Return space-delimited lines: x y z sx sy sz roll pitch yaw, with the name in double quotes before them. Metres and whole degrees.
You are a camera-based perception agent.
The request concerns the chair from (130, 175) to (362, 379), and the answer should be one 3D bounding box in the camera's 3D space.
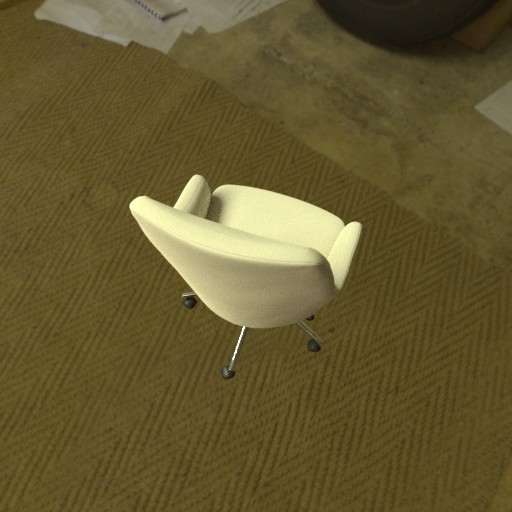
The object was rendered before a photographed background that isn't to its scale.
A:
"chair" 0.000 0.000 1.459 0.620 1.049 0.640 18 64 9
